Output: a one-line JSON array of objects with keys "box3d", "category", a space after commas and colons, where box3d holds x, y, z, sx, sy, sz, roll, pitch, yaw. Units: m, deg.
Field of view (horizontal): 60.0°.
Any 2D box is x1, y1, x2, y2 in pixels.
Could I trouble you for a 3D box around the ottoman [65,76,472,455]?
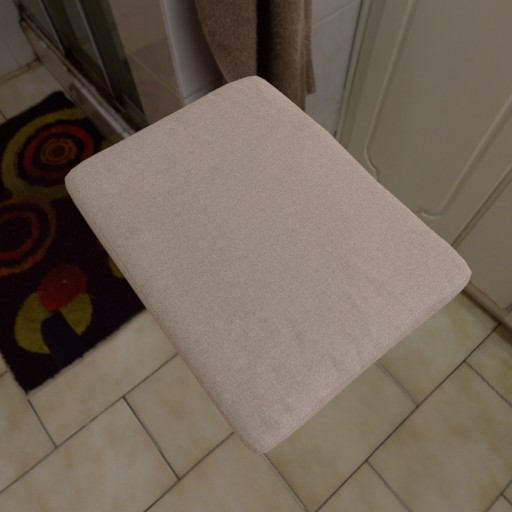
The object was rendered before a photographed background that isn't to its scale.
[{"box3d": [0.000, 0.000, 1.315, 0.692, 0.511, 0.902, -34, 68, -16], "category": "ottoman"}]
